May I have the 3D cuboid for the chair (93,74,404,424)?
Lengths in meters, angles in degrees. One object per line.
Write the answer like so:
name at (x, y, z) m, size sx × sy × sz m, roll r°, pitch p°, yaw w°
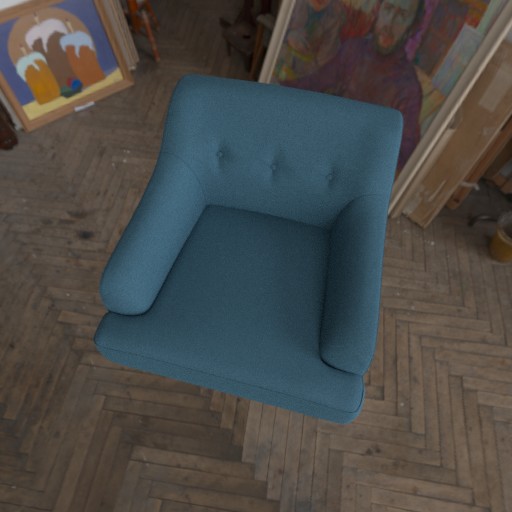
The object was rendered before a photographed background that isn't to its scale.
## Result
chair at (0.000, 0.000, 1.659) m, size 0.946 × 0.818 × 0.951 m, roll 13°, pitch 59°, yaw 8°
